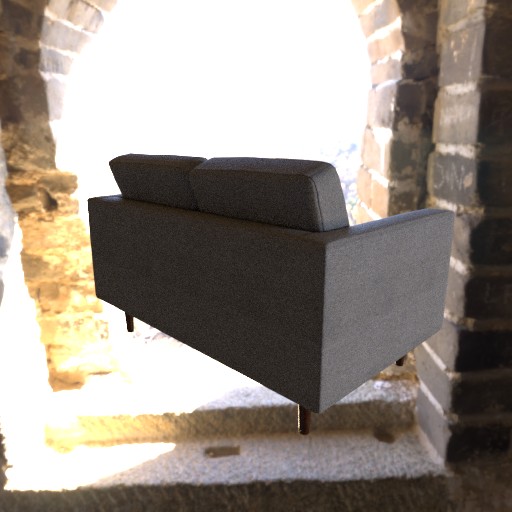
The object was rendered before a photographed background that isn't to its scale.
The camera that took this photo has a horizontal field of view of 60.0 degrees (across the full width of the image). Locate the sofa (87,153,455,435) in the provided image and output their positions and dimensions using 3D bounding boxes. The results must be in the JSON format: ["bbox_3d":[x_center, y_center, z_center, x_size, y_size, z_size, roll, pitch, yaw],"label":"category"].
[{"bbox_3d":[0.000,0.000,2.165,0.969,0.973,1.527,-14,20,-43],"label":"sofa"}]
